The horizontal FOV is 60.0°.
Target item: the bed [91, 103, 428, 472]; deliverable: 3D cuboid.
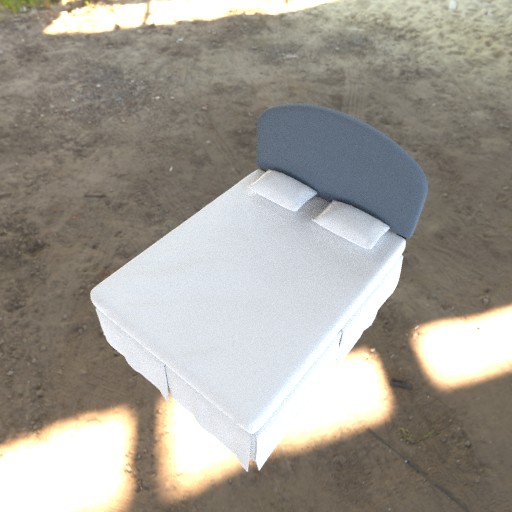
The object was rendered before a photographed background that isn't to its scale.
[{"bbox_3d":[0.000,0.000,3.193,1.607,1.410,2.005,31,54,26],"label":"bed"}]
